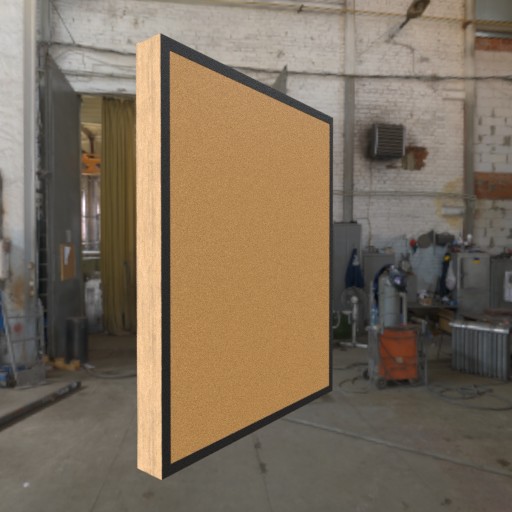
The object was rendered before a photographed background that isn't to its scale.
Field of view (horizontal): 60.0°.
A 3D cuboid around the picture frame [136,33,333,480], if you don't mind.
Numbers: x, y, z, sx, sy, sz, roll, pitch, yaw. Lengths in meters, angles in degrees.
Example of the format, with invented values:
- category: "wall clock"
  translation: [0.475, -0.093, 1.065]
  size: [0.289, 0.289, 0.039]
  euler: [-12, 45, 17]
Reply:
- category: "picture frame"
  translation: [0.000, 0.000, 0.701]
  size: [0.046, 0.526, 0.421]
  euler: [1, 1, 38]
